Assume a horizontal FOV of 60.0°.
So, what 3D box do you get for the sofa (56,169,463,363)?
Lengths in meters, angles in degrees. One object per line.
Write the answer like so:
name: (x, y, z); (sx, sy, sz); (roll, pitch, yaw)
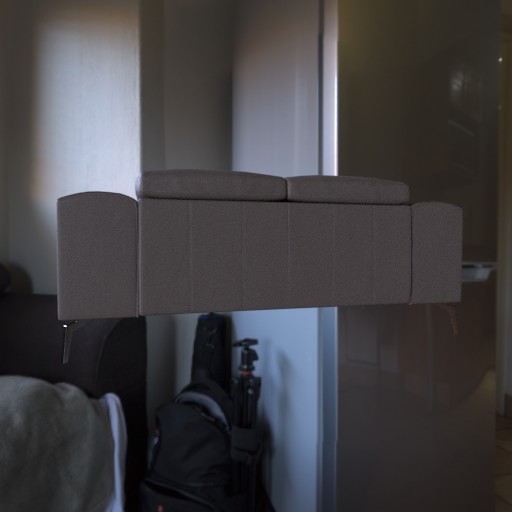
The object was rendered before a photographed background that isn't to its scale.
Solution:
sofa: (0.000, 0.000, 2.411); (1.895, 0.779, 1.003); (-1, 2, -17)
